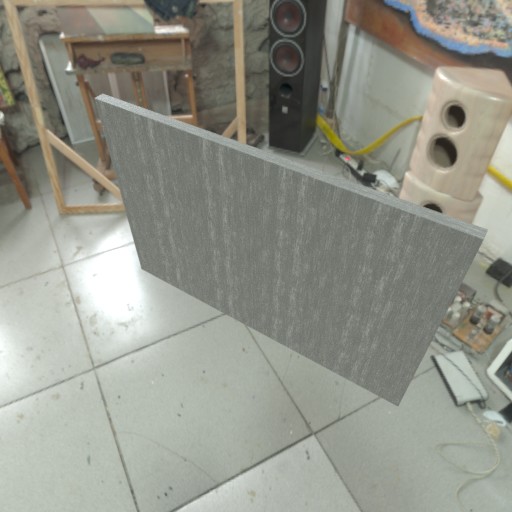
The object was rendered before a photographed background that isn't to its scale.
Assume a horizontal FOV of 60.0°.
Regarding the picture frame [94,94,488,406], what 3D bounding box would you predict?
[{"bbox_3d":[0.000,0.000,1.180,0.950,0.640,0.029,25,51,22],"label":"picture frame"}]
